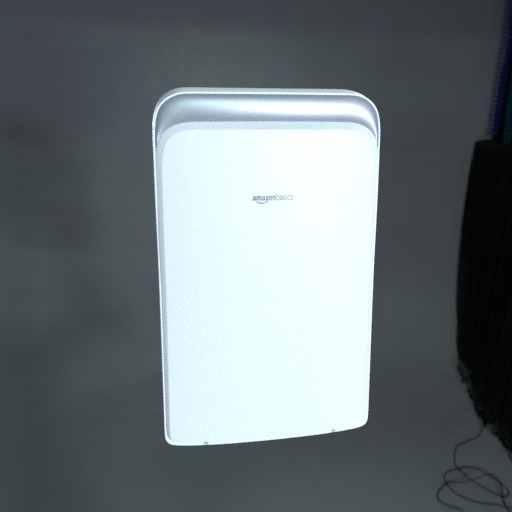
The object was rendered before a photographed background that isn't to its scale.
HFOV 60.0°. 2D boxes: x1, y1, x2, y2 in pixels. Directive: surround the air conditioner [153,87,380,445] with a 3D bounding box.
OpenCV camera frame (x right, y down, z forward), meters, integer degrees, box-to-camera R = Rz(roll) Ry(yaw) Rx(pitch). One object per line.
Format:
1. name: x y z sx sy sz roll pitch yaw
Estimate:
1. air conditioner: 0.000 0.000 1.070 0.478 0.765 0.467 -2 16 -8
